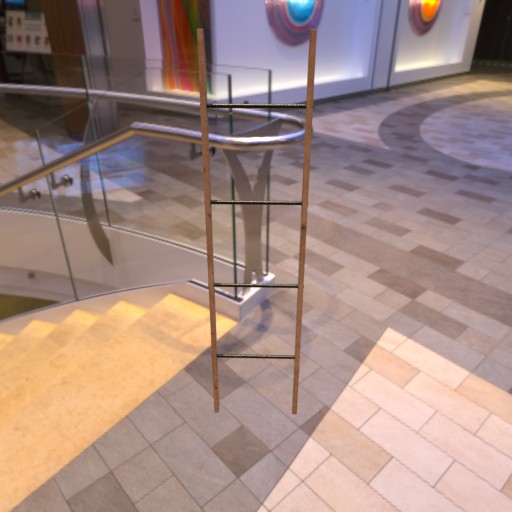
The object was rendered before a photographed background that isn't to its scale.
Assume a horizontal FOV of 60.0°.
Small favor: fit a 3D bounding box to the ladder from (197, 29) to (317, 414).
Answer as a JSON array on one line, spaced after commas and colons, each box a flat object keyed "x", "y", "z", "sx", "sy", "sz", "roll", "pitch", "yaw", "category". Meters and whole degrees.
[{"x": 0.000, "y": 0.000, "z": 1.986, "sx": 0.442, "sy": 1.805, "sz": 0.200, "roll": 1, "pitch": 30, "yaw": 1, "category": "ladder"}]
